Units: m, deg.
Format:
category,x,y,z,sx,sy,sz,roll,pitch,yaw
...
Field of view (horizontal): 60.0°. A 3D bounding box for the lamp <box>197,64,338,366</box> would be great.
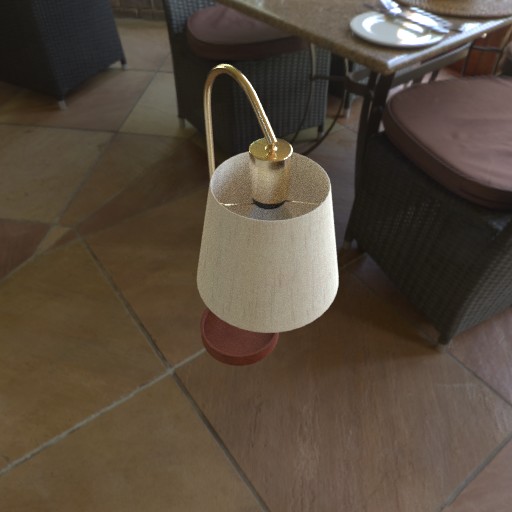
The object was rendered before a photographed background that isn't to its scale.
category,x,y,z,sx,sy,sz,roll,pitch,yaw
lamp,0.000,0.000,0.673,0.211,0.536,0.273,-25,51,-23
